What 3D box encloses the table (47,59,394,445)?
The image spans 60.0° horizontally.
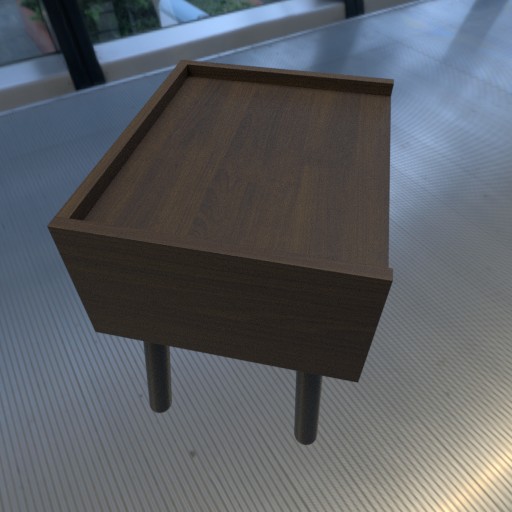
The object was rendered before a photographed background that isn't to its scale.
[{"bbox_3d":[0.000,0.000,0.779,0.370,0.470,0.450,9,47,8],"label":"table"}]
